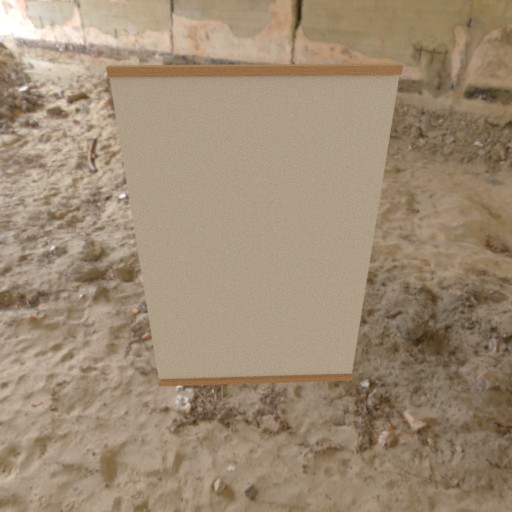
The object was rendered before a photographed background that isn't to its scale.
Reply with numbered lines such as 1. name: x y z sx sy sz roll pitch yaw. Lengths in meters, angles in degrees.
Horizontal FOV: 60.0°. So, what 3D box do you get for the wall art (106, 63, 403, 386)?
1. wall art: 0.000 0.000 1.892 0.991 1.510 0.040 -1 32 -2
